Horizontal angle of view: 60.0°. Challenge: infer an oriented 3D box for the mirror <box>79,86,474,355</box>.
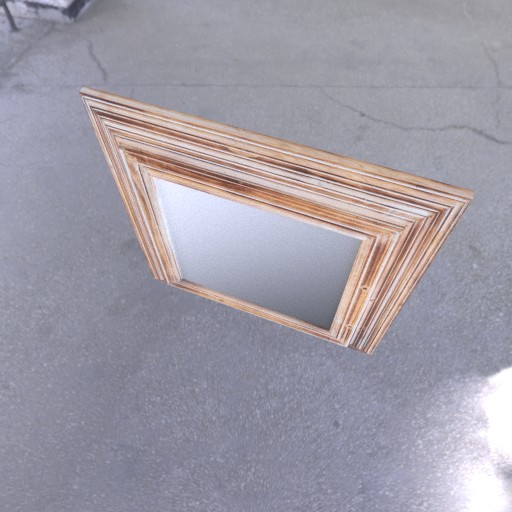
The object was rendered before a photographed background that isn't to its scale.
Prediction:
[{"bbox_3d":[0.000,0.000,1.188,0.804,0.804,0.061,18,60,11],"label":"mirror"}]
